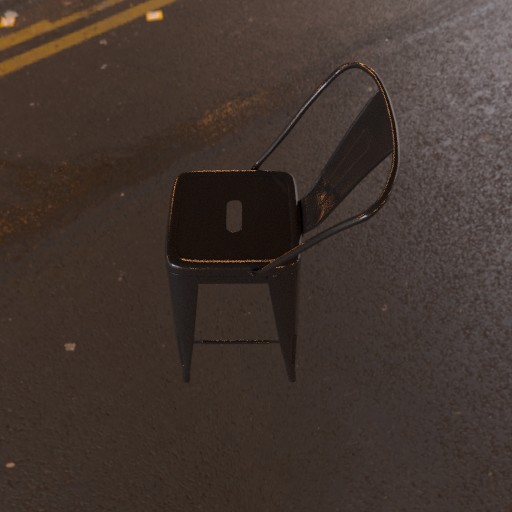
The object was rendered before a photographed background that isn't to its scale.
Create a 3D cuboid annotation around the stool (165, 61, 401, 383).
[{"bbox_3d":[0.000,0.000,1.266,0.528,1.022,0.432,0,58,0],"label":"stool"}]
